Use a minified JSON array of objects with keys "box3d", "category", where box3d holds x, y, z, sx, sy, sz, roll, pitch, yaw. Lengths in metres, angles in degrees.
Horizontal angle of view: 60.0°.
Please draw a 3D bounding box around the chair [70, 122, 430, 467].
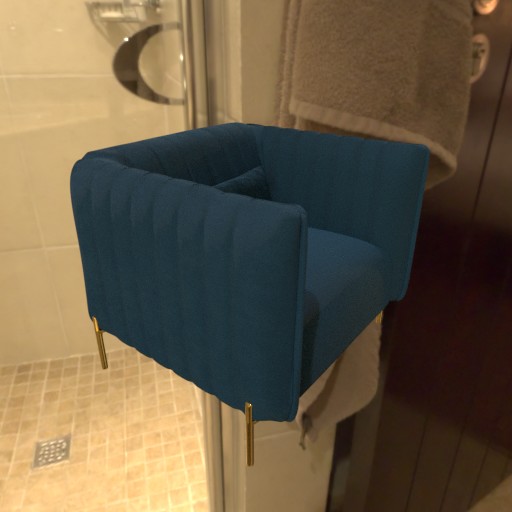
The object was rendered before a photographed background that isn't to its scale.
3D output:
[{"box3d":[0.000,0.000,1.603,0.877,0.793,0.947,19,31,33],"category":"chair"}]
